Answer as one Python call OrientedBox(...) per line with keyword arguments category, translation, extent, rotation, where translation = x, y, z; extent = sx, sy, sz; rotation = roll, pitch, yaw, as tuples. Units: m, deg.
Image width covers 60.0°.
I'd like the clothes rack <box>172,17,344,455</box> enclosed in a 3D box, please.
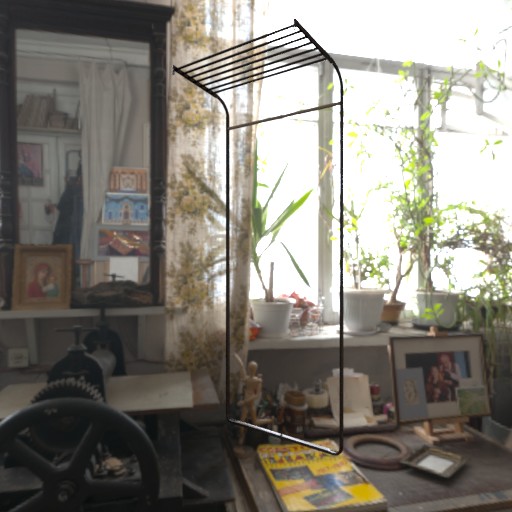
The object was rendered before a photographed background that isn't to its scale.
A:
OrientedBox(category="clothes rack", translation=(0.000, 0.000, 1.787), extent=(0.609, 1.574, 0.349), rotation=(0, 0, 38))
